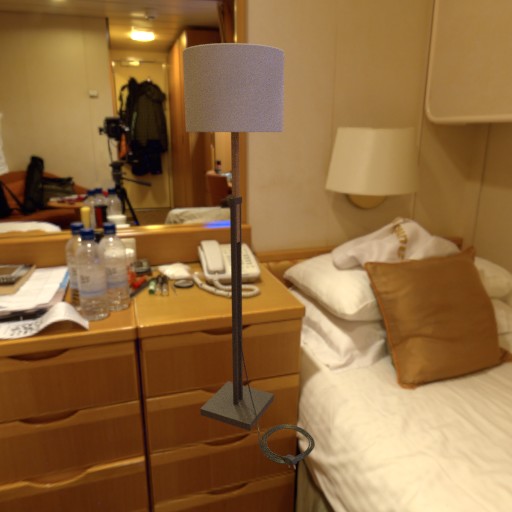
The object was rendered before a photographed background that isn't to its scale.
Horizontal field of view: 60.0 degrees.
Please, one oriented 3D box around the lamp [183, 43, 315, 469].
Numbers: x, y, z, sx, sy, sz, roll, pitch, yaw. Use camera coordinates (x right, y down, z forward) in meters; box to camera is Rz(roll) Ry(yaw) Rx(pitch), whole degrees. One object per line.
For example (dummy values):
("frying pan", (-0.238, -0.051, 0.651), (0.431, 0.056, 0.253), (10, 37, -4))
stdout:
("lamp", (0.000, 0.000, 1.927), (0.639, 1.650, 0.474), (8, 18, 25))
